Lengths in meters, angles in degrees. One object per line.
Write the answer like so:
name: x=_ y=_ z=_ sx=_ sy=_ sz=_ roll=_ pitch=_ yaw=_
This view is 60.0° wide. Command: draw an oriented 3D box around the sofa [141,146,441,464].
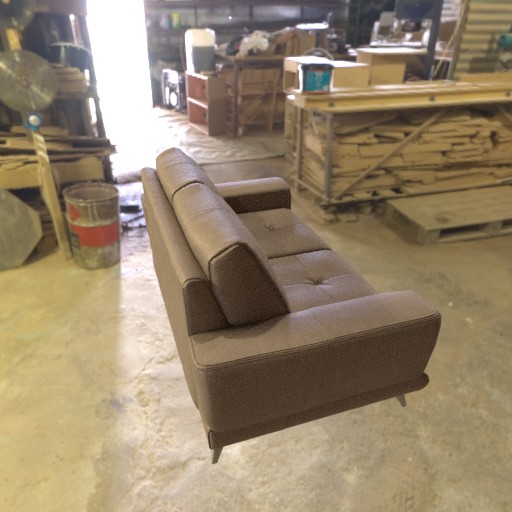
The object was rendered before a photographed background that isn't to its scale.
sofa: x=0.000 y=0.000 z=2.384 sx=1.018 sy=0.907 sz=1.806 roll=-9 pitch=30 yaw=-17
